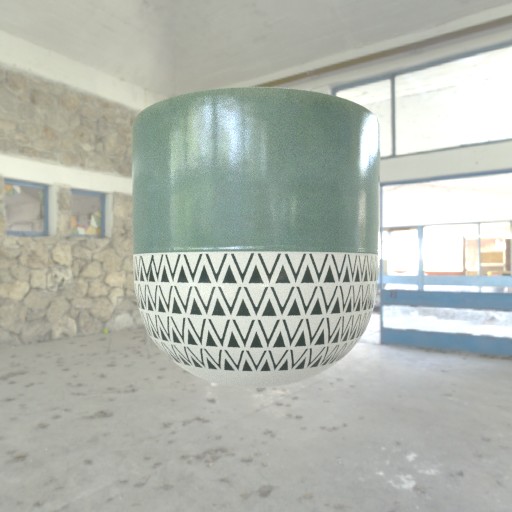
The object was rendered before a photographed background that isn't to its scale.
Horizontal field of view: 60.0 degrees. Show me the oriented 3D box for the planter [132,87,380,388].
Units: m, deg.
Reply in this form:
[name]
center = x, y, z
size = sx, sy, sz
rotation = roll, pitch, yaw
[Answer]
[planter]
center = 0.000, 0.000, 0.490
size = 0.266, 0.270, 0.266
rotation = 0, -2, 0
